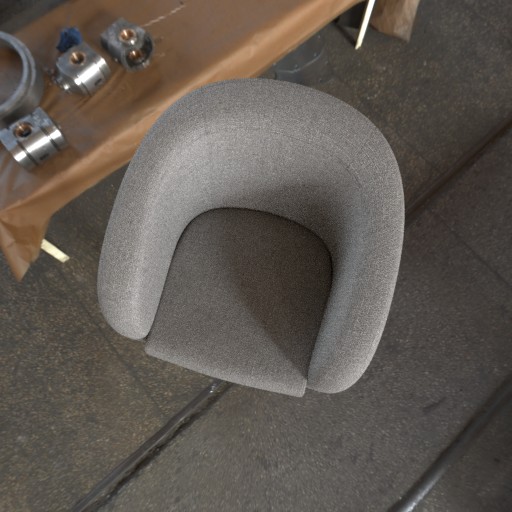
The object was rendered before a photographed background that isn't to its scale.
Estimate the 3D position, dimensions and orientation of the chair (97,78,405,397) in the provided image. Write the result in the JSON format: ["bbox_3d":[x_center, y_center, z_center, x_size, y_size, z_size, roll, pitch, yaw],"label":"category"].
[{"bbox_3d":[0.000,0.000,1.467,0.791,0.771,0.815,15,74,4],"label":"chair"}]
